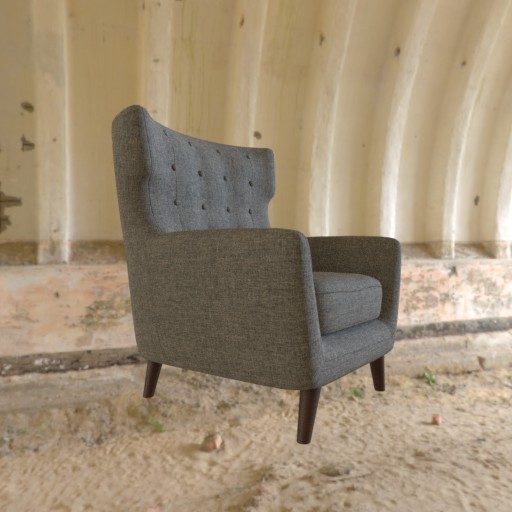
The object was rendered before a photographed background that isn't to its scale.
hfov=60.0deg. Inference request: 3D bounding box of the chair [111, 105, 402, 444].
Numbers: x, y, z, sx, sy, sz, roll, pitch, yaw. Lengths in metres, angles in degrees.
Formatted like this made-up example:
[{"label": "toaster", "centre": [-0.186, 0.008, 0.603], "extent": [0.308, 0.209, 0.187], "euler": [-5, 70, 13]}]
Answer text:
[{"label": "chair", "centre": [0.000, 0.000, 1.746], "extent": [0.904, 1.063, 0.878], "euler": [0, 1, 36]}]
